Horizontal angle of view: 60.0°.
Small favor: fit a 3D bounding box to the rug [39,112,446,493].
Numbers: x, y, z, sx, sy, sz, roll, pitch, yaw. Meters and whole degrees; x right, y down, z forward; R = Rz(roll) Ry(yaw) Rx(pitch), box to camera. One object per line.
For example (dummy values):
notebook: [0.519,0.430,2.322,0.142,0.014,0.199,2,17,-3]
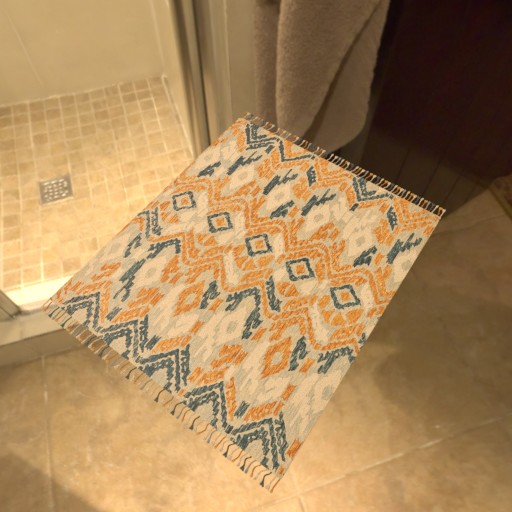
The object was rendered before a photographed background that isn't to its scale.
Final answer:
rug: [0.000,0.000,4.099,2.439,0.010,3.048,31,64,17]
